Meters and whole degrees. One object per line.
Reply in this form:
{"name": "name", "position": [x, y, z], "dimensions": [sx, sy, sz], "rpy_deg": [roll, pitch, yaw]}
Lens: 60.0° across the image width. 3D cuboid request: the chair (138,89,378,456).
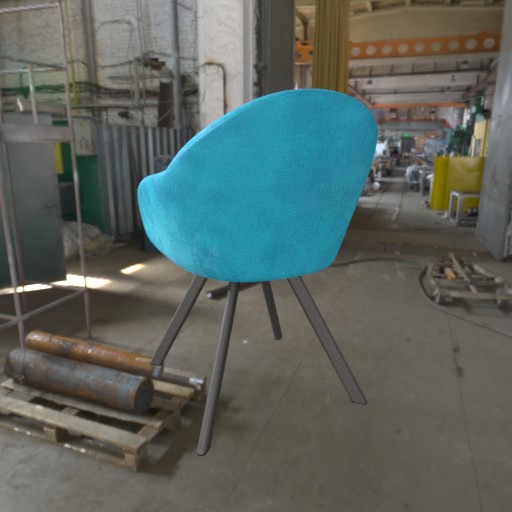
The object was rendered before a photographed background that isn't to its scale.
{"name": "chair", "position": [0.000, 0.000, 1.193], "dimensions": [0.550, 0.795, 0.590], "rpy_deg": [-7, 16, -25]}
